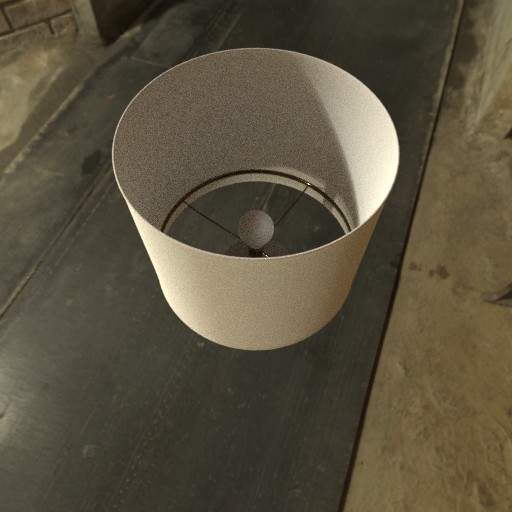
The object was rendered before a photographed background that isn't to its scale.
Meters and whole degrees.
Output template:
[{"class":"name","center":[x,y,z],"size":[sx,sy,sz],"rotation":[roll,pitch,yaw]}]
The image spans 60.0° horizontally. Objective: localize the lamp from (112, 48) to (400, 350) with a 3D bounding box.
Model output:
[{"class":"lamp","center":[0.000,0.000,0.521],"size":[0.229,0.380,0.229],"rotation":[0,60,0]}]
